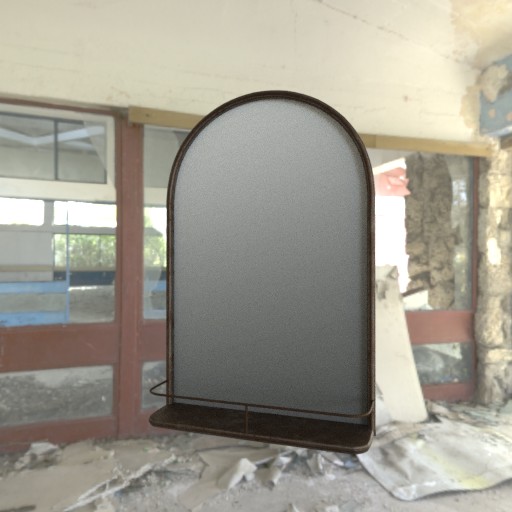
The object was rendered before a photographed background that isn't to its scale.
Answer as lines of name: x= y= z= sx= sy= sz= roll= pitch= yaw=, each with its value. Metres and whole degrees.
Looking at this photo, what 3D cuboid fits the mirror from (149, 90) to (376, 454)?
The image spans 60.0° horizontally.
mirror: x=0.000 y=0.000 z=0.988 sx=0.510 sy=0.770 sz=0.137 roll=0 pitch=0 yaw=19
